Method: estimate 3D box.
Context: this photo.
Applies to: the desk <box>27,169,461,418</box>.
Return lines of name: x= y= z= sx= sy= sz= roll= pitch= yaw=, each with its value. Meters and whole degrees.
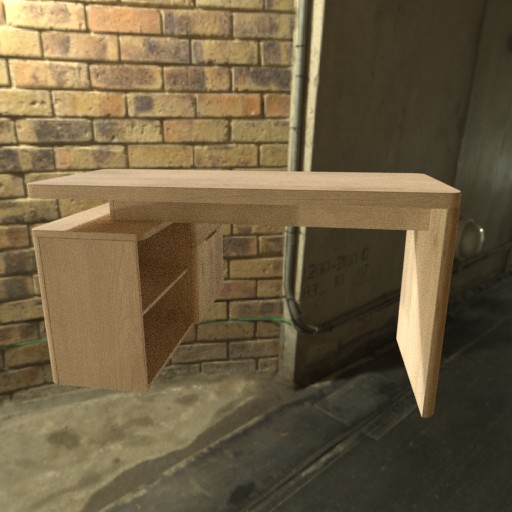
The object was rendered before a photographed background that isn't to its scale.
desk: x=0.000 y=0.000 z=2.035 sx=1.400 sy=0.770 sz=1.175 roll=2 pitch=16 yaw=9
